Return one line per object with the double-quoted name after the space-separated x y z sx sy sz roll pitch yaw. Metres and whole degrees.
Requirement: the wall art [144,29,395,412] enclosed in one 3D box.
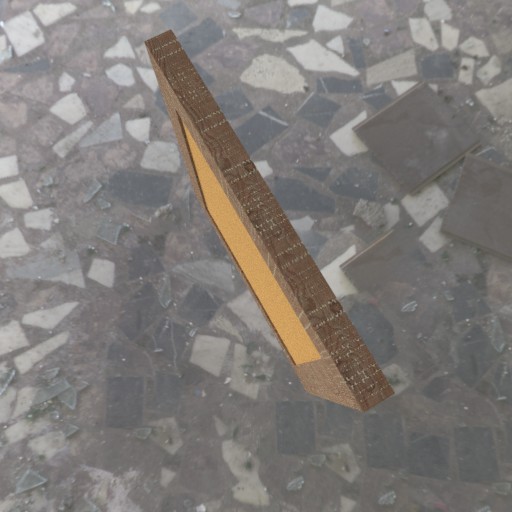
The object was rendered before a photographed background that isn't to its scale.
0.000 0.000 0.783 0.040 0.531 0.531 -29 77 -7 "wall art"
